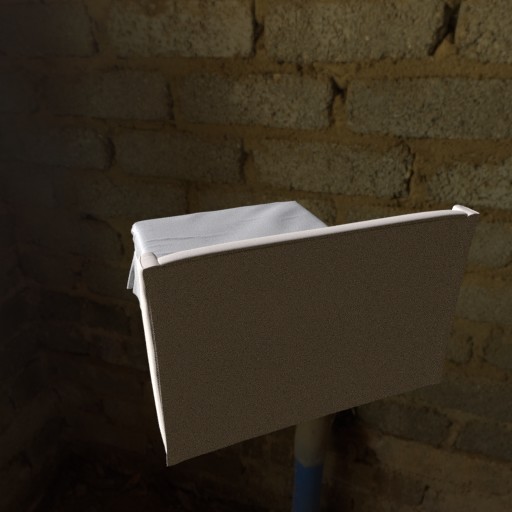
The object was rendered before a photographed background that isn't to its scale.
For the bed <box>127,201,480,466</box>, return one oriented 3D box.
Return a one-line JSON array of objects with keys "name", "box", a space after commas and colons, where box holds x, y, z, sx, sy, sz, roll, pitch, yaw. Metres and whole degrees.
[{"name": "bed", "box": [0.000, 0.000, 3.453, 1.925, 1.332, 2.276, -10, 29, -18]}]
